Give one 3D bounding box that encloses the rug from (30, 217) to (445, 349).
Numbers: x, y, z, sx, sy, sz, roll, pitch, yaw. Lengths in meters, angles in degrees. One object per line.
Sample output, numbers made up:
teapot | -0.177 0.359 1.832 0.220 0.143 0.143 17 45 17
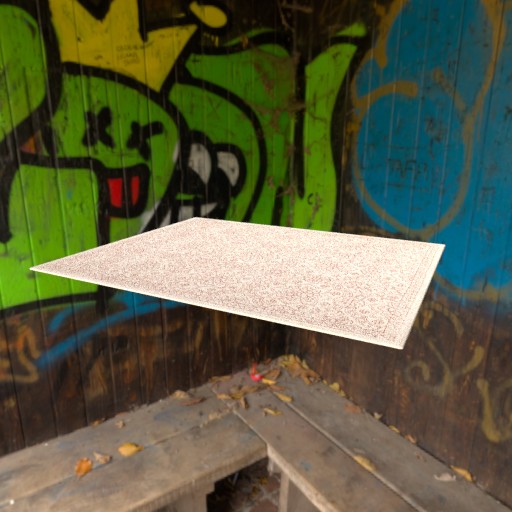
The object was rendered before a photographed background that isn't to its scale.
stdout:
rug | 0.000 0.000 4.109 3.050 0.015 2.441 8 18 26
